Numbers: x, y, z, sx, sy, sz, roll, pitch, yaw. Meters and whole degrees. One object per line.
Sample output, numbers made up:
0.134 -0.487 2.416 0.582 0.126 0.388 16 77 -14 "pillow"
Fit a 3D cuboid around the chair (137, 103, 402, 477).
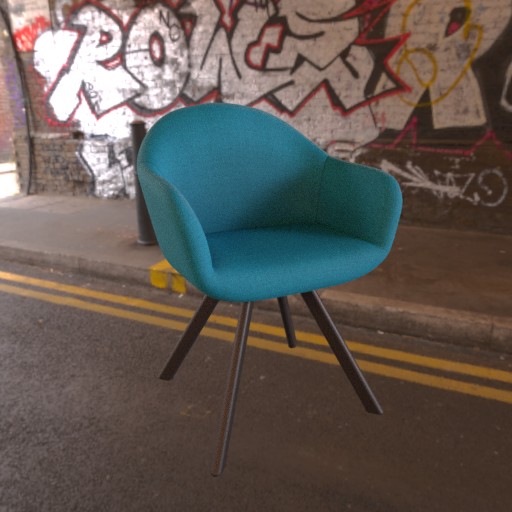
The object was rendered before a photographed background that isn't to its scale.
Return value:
0.000 0.000 1.191 0.590 0.795 0.550 -8 19 -26 "chair"
